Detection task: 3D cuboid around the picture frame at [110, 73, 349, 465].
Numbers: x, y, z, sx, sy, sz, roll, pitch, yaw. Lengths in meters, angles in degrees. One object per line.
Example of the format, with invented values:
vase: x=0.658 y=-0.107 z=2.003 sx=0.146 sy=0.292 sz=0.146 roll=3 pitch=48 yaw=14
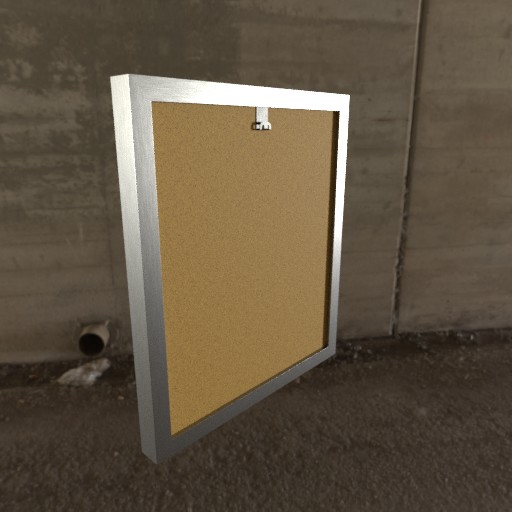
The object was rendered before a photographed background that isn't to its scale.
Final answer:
picture frame: x=0.000 y=0.000 z=1.359 sx=0.073 sy=0.968 sz=0.839 roll=15 pitch=22 yaw=41
